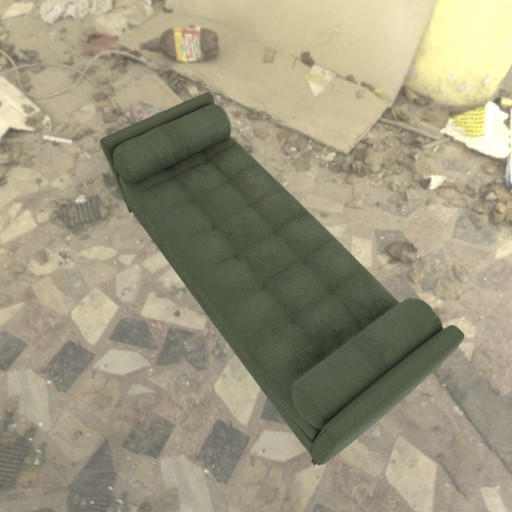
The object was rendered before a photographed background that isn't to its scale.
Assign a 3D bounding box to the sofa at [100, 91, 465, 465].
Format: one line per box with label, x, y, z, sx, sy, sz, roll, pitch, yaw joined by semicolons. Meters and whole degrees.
sofa;0.000;0.000;2.542;0.817;0.681;2.130;-31;62;-19
